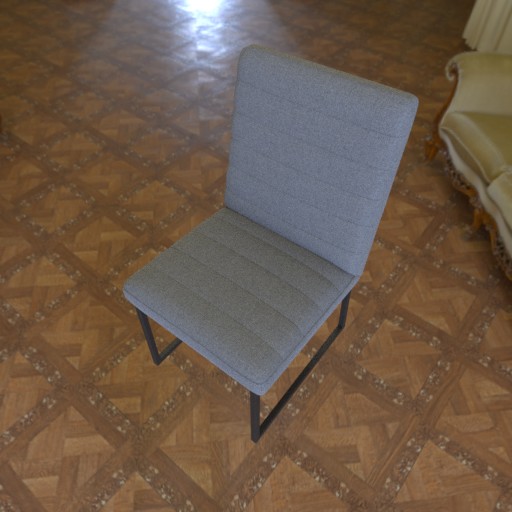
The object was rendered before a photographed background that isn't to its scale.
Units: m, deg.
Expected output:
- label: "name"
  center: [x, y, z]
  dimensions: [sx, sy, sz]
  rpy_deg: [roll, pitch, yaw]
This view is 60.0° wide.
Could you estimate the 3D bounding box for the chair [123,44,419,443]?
- label: "chair"
  center: [0.000, 0.000, 1.311]
  dimensions: [0.520, 0.930, 0.634]
  rpy_deg: [30, 54, 24]
